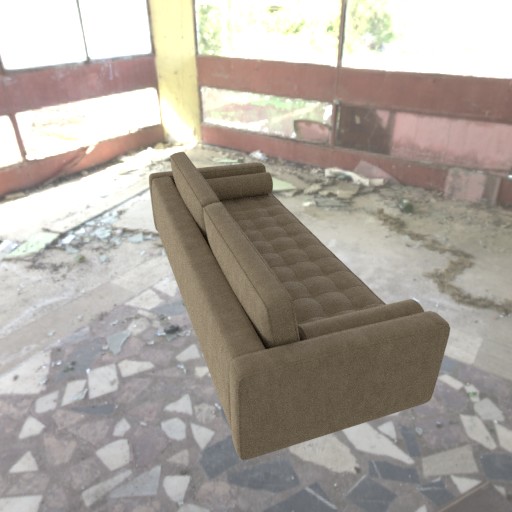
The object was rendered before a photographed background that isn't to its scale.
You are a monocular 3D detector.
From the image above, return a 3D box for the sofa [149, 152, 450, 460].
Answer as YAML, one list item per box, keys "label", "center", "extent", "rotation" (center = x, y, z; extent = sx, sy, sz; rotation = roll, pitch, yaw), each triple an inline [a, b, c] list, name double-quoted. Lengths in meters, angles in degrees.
- label: "sofa"
  center: [0.000, 0.000, 2.599]
  extent: [0.919, 0.770, 2.200]
  rotation: [-10, 31, -17]
